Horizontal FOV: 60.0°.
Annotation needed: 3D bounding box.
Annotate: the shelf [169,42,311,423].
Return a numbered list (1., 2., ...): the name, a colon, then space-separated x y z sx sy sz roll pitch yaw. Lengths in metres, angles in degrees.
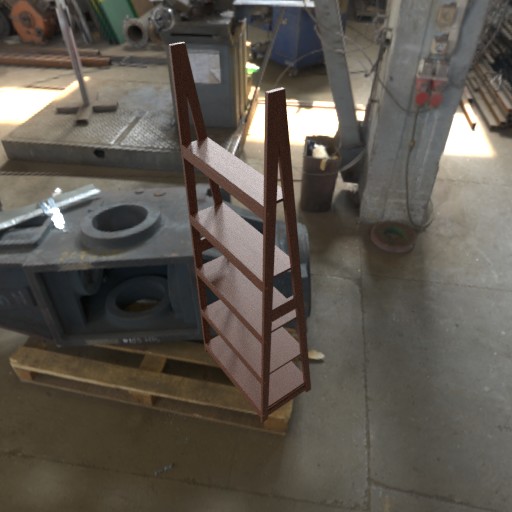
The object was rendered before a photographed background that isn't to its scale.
1. shelf: 0.000 0.000 2.068 0.350 1.770 0.600 -25 46 -27
